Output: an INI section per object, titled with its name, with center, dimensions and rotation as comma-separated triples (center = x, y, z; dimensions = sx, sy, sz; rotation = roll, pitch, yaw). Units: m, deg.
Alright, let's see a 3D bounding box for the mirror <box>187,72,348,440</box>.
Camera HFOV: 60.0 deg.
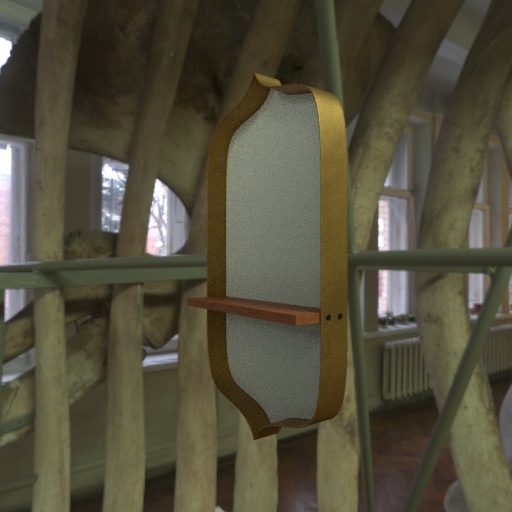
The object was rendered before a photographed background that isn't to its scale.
[mirror]
center = 0.000, 0.000, 0.741
dimensions = 0.096, 0.613, 0.323
rotation = 0, 0, -35
